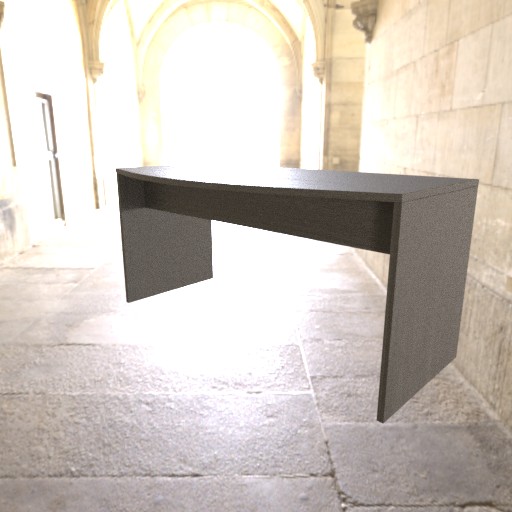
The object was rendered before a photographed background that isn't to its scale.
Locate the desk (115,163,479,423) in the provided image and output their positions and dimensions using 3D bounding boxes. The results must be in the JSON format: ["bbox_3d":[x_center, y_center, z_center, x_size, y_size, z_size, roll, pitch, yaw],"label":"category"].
[{"bbox_3d":[0.000,0.000,2.049,1.600,0.750,0.802,14,20,42],"label":"desk"}]
